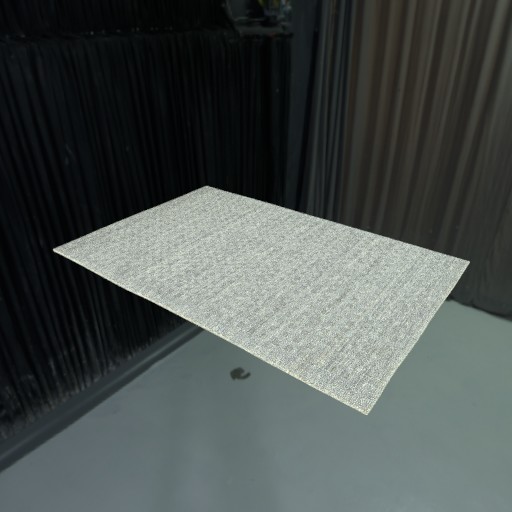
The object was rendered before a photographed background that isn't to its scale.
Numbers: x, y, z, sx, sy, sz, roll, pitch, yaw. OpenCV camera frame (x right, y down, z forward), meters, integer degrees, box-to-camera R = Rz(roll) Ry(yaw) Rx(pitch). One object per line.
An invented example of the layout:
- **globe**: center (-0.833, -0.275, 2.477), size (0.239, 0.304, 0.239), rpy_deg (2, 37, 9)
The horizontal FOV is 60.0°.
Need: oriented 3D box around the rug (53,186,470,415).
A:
- **rug**: center (0.000, 0.000, 2.923), size (2.297, 0.018, 1.532), rpy_deg (20, 35, 32)
